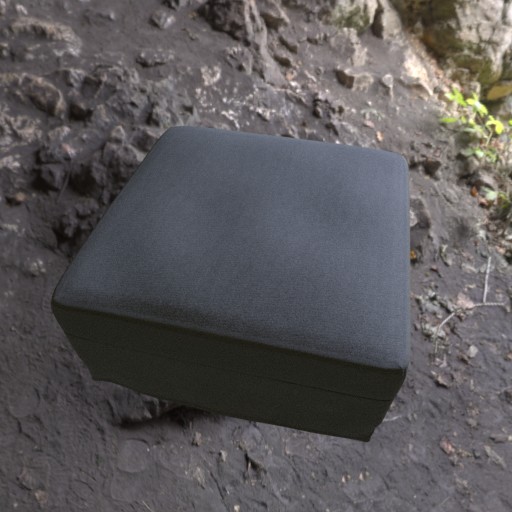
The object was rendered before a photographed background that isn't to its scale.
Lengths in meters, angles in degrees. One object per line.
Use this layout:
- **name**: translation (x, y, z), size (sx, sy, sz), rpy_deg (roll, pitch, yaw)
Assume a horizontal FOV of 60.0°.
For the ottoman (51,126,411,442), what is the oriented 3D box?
- **ottoman**: translation (0.000, 0.000, 1.353), size (0.843, 0.441, 0.842), rpy_deg (10, 47, 9)
